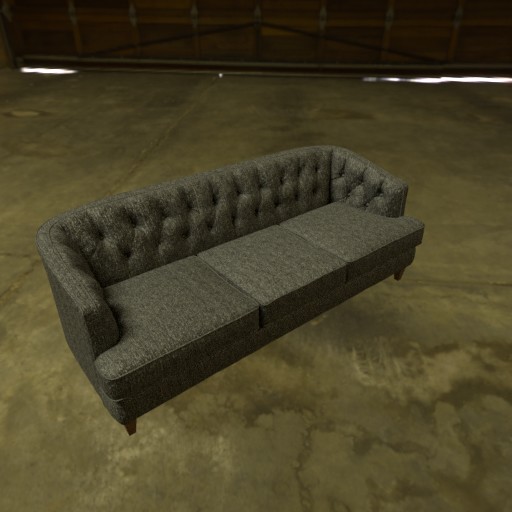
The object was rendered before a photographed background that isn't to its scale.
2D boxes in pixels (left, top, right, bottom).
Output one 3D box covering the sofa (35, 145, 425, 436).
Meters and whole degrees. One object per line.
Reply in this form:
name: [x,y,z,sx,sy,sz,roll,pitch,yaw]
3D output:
sofa: [0.000,0.000,2.714,2.278,0.855,0.941,-22,37,-33]
